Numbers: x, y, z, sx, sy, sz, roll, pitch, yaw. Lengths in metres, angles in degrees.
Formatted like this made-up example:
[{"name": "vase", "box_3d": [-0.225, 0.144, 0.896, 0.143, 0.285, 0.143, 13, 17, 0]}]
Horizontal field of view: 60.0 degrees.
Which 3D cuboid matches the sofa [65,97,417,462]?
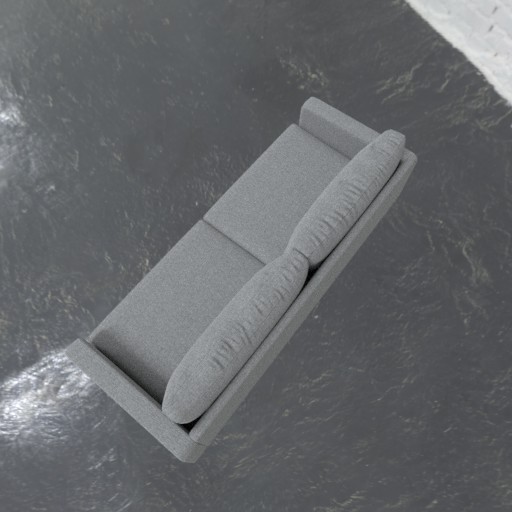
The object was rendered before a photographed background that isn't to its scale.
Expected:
[{"name": "sofa", "box_3d": [0.000, 0.000, 2.676, 0.880, 0.880, 2.200, 35, 70, 15]}]
